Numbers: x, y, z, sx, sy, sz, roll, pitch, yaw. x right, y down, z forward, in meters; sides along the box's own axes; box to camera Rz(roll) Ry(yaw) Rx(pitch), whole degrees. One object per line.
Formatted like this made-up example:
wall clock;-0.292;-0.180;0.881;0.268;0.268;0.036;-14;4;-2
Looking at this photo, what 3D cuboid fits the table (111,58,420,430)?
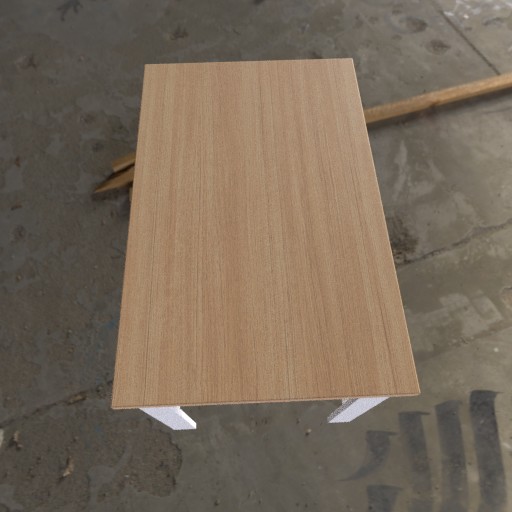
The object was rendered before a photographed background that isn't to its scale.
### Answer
table;0.000;0.000;1.573;0.700;0.734;1.100;-2;63;-1
